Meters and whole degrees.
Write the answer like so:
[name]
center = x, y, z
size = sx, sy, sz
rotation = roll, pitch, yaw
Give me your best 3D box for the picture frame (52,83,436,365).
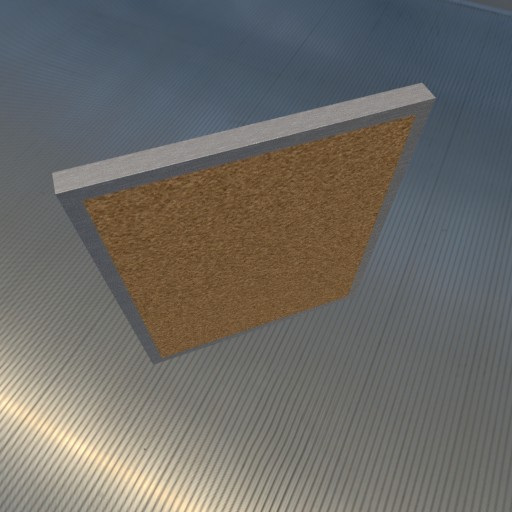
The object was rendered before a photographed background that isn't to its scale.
[picture frame]
center = 0.000, 0.000, 0.525
size = 0.327, 0.378, 0.027
rotation = -17, 58, -11
